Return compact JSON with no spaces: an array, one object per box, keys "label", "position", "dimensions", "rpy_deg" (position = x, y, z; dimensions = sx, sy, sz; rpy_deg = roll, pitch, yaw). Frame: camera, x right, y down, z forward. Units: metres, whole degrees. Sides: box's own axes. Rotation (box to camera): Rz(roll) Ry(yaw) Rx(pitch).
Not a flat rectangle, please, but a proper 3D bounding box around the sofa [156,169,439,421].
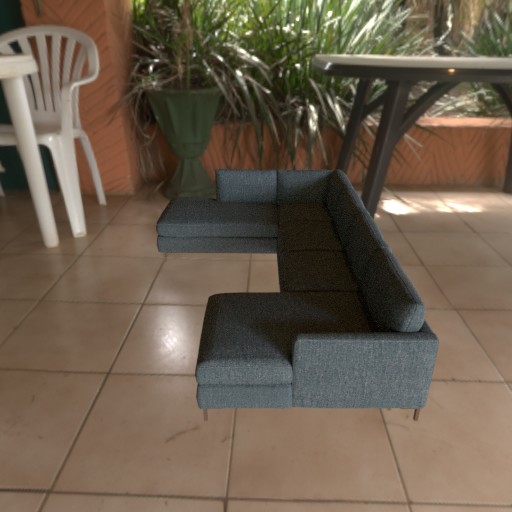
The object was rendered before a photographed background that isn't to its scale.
[{"label":"sofa","position":[0.000,0.000,3.505],"dimensions":[1.879,0.753,2.737],"rpy_deg":[0,26,1]}]
